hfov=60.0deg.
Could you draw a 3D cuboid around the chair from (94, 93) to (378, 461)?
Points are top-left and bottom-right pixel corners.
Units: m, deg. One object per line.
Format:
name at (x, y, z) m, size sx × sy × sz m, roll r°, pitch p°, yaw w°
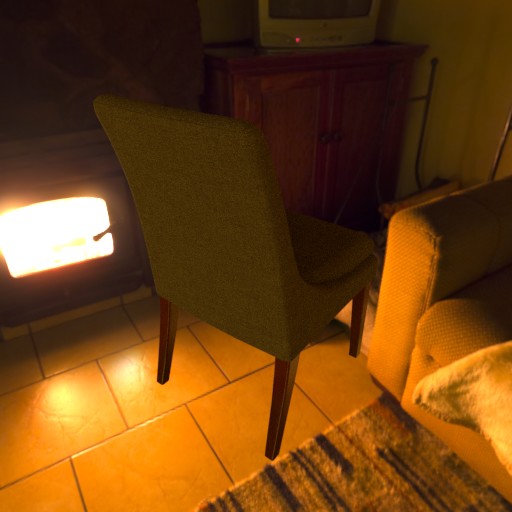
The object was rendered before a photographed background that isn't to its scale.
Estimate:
chair at (0.000, 0.000, 1.307) m, size 0.508 × 0.952 × 0.655 m, roll 21°, pitch 37°, yaw 32°
